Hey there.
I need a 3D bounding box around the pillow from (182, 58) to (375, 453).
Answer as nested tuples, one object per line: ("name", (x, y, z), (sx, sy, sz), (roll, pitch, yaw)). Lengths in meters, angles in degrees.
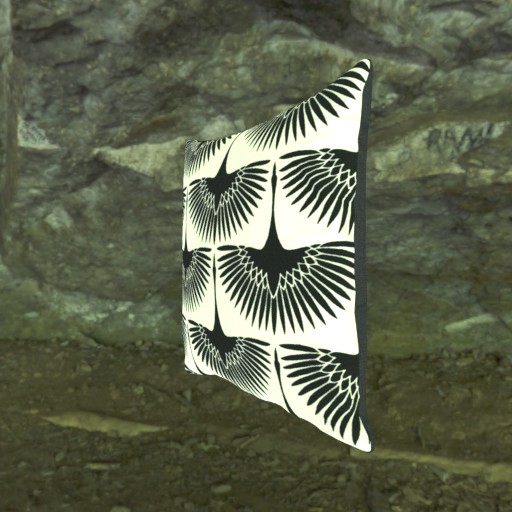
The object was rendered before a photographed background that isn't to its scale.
("pillow", (0.000, 0.000, 0.658), (0.139, 0.432, 0.432), (0, 0, -36))
